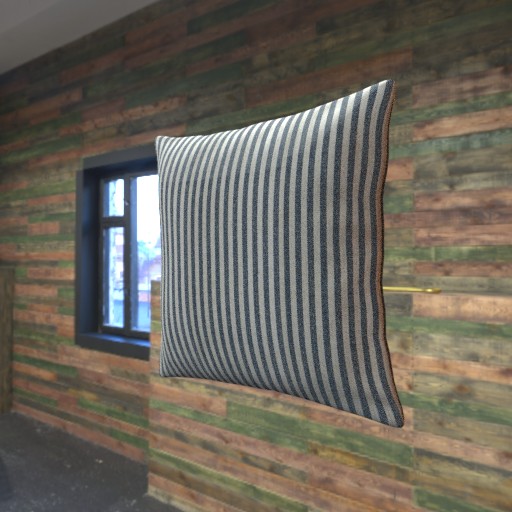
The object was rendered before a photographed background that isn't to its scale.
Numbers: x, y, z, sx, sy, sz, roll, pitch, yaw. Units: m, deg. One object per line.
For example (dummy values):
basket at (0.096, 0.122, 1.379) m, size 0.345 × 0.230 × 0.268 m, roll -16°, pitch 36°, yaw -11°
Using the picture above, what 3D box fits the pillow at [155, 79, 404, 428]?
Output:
pillow at (0.000, 0.000, 0.792) m, size 0.523 × 0.510 × 0.166 m, roll 0°, pitch -1°, yaw 37°
